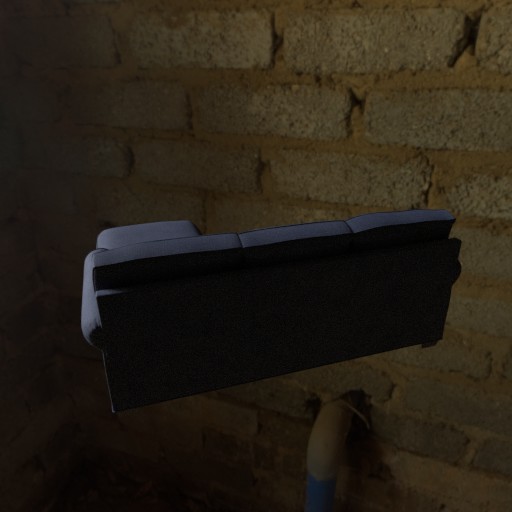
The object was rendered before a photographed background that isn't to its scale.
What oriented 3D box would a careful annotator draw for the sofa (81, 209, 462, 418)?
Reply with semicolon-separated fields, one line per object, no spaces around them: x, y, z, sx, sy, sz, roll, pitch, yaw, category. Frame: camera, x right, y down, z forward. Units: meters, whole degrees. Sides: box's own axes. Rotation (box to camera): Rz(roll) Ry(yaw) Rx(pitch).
0.000;0.000;3.538;2.567;1.063;1.780;-8;27;-16;sofa
